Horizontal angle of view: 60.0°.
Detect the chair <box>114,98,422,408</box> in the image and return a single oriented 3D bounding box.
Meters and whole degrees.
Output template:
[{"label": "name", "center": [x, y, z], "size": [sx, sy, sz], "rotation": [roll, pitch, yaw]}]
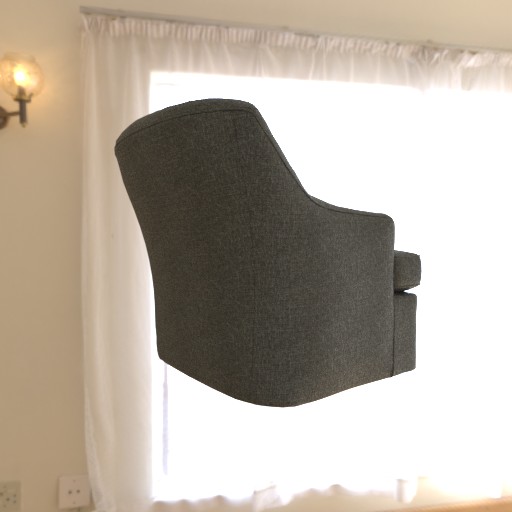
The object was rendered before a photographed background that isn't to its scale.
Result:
[{"label": "chair", "center": [0.000, 0.000, 1.604], "size": [0.923, 0.856, 0.864], "rotation": [-1, 2, -36]}]
